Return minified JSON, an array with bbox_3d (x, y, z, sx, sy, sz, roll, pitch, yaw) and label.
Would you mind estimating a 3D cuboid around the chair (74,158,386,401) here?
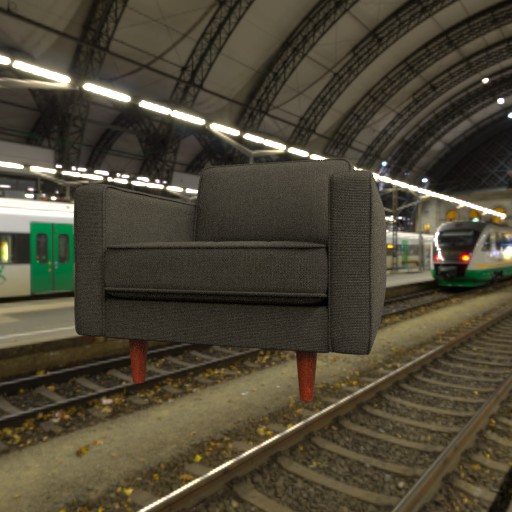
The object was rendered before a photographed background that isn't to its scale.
[{"bbox_3d":[0.000,0.000,1.618,0.899,0.770,0.919,0,1,18],"label":"chair"}]
